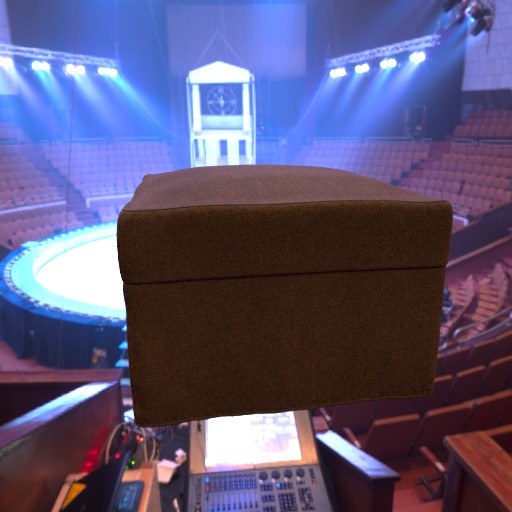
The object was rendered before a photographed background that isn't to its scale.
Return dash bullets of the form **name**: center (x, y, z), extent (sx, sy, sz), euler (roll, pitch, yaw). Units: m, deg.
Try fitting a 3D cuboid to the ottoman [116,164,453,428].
- **ottoman**: center (0.000, 0.000, 1.236), extent (0.652, 0.492, 0.833), euler (-3, 15, -10)
